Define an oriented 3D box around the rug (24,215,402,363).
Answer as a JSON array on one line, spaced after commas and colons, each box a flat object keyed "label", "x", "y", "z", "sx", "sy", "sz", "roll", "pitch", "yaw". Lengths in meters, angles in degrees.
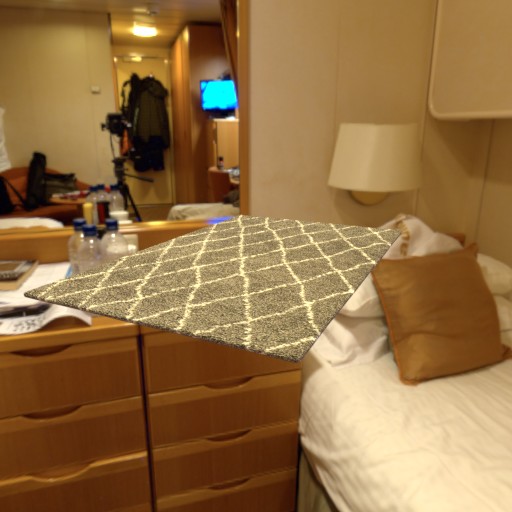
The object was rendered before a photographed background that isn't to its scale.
[{"label": "rug", "x": 0.000, "y": 0.000, "z": 3.461, "sx": 1.778, "sy": 0.030, "sz": 2.743, "roll": 8, "pitch": 18, "yaw": 25}]
